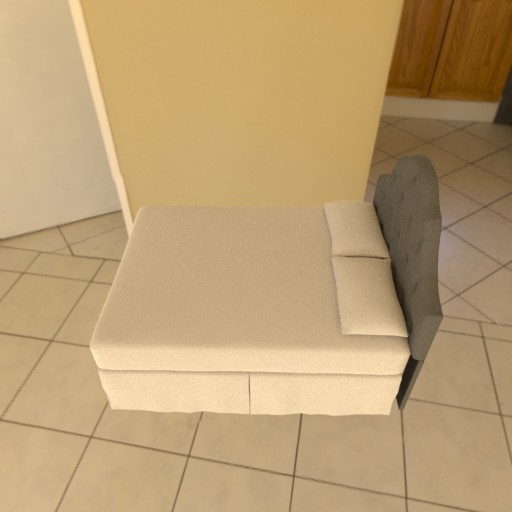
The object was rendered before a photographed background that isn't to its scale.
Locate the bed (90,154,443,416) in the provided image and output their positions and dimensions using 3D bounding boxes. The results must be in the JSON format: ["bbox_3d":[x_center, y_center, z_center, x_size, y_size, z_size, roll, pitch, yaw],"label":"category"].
[{"bbox_3d":[0.000,0.000,3.244,2.155,1.575,1.636,1,42,1],"label":"bed"}]
